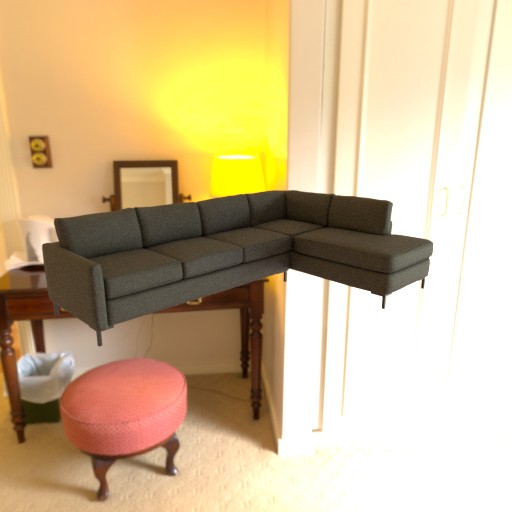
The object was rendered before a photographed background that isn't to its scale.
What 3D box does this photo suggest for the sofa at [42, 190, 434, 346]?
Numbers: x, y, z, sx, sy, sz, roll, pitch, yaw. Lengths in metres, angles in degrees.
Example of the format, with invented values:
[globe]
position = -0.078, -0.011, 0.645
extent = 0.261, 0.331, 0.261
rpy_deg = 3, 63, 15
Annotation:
[sofa]
position = 0.000, 0.000, 3.957
extent = 2.972, 0.858, 1.984
rpy_deg = -15, 21, -43
